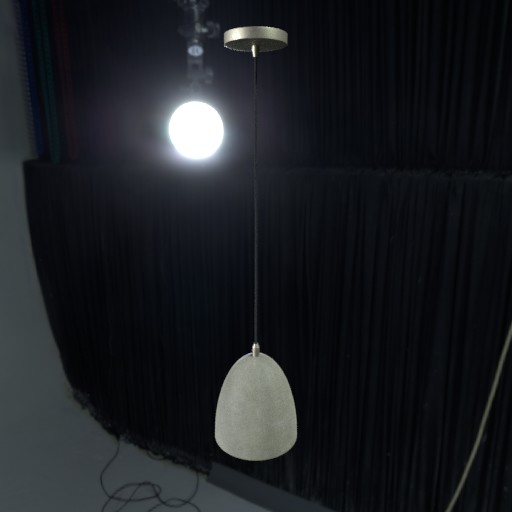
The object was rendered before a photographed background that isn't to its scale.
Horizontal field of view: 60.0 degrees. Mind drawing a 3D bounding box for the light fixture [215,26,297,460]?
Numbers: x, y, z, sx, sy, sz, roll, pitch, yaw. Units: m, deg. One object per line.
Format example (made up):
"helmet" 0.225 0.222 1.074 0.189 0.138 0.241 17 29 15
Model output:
"light fixture" 0.000 0.000 0.831 0.170 0.759 0.170 7 16 26
